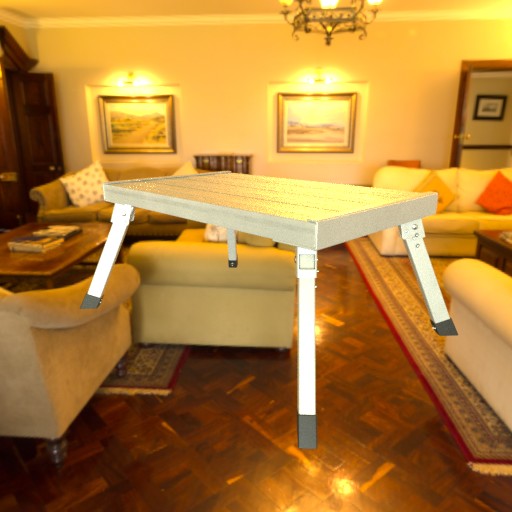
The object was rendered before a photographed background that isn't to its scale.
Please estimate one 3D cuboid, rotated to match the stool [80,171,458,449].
[{"bbox_3d":[0.000,0.000,0.722,0.535,0.225,0.385,16,22,43],"label":"stool"}]
